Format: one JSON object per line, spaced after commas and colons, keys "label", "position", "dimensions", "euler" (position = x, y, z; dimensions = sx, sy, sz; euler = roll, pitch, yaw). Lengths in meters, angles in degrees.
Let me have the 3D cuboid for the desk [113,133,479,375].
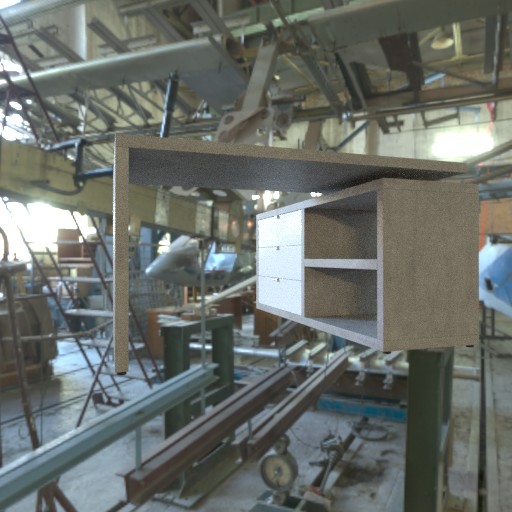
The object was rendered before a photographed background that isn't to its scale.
{"label": "desk", "position": [0.000, 0.000, 2.281], "dimensions": [1.400, 0.740, 1.500], "euler": [0, 0, -18]}
